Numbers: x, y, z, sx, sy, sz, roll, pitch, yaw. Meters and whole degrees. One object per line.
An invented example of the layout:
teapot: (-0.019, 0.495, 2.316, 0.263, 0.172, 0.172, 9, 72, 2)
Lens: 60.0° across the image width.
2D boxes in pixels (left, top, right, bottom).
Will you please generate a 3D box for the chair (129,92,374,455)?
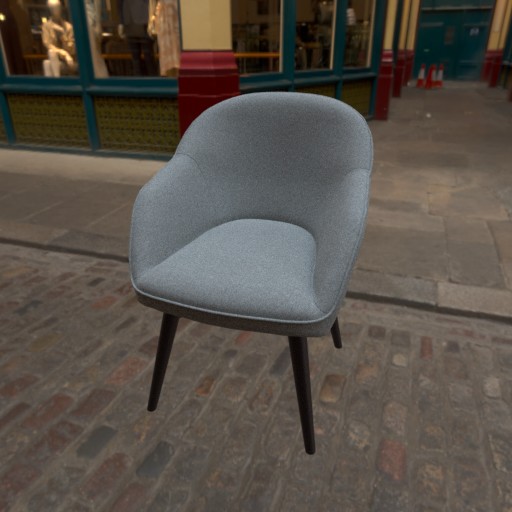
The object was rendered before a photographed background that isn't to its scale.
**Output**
chair: (0.000, 0.000, 1.241, 0.589, 0.810, 0.611, 8, 27, 17)
